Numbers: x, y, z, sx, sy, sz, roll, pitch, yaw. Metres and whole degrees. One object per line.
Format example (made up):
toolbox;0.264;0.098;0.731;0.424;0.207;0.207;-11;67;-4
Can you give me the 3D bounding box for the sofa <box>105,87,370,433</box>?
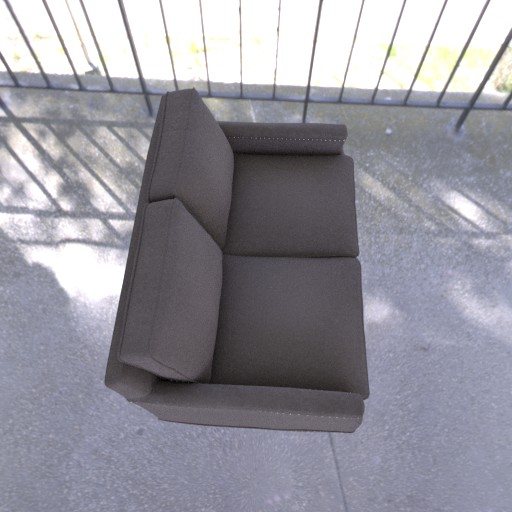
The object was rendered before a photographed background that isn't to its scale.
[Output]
sofa;0.000;0.000;2.279;1.084;1.003;1.597;2;63;1
